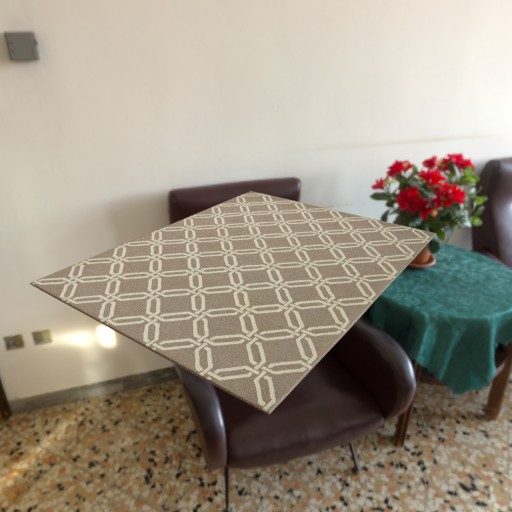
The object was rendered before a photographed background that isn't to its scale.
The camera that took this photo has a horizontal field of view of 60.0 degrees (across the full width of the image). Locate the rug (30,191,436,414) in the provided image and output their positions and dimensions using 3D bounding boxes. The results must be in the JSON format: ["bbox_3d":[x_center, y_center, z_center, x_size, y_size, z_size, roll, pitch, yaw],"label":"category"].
[{"bbox_3d":[0.000,0.000,3.922,2.288,0.018,2.895,18,31,32],"label":"rug"}]
